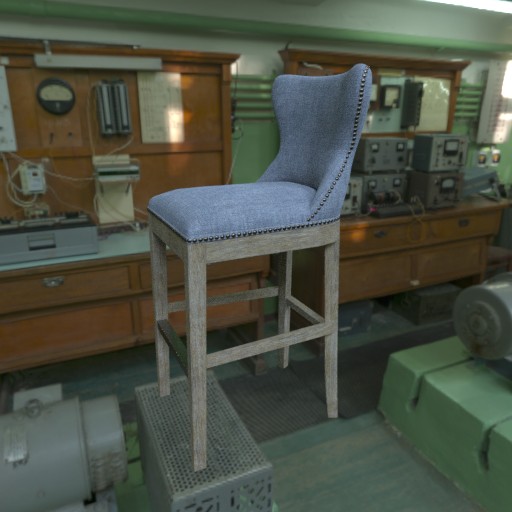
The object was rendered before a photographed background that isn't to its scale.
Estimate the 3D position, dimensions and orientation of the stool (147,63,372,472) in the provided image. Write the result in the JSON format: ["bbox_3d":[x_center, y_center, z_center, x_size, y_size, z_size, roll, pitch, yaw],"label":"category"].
[{"bbox_3d":[0.000,0.000,1.427,0.606,1.123,0.494,-9,20,-25],"label":"stool"}]
